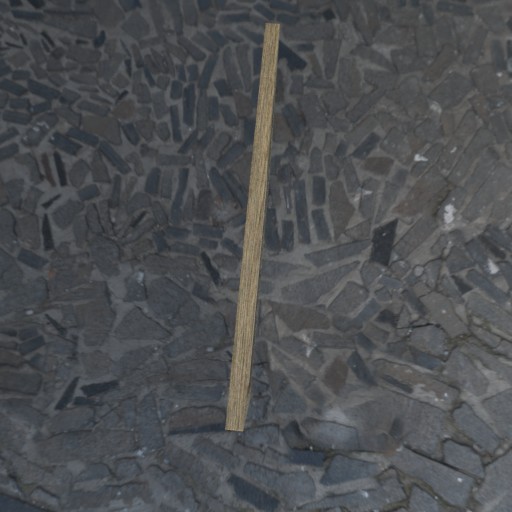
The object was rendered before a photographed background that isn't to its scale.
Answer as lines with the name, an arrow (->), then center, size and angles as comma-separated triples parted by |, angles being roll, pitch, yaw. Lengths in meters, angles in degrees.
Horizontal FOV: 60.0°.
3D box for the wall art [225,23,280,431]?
wall art -> 0.000, 0.000, 0.770 | 0.019, 0.508, 0.508 | 5, 76, 1
